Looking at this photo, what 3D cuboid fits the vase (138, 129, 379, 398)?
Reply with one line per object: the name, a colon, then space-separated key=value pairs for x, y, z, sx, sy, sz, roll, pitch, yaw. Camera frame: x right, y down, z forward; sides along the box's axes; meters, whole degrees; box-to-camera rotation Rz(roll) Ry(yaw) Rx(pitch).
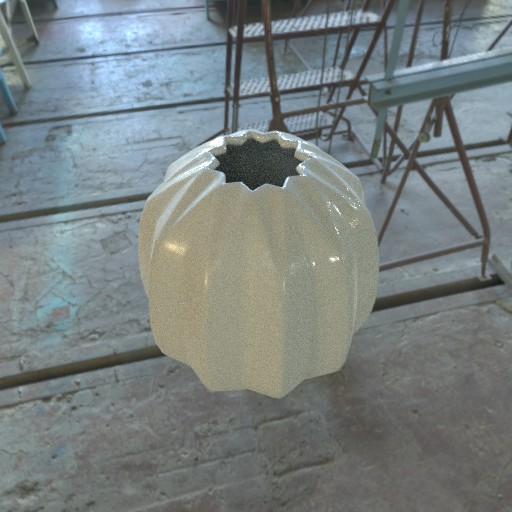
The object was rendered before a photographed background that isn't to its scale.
vase: x=0.000 y=0.000 z=0.257 sx=0.139 sy=0.134 sz=0.139 roll=0 pitch=47 yaw=0
